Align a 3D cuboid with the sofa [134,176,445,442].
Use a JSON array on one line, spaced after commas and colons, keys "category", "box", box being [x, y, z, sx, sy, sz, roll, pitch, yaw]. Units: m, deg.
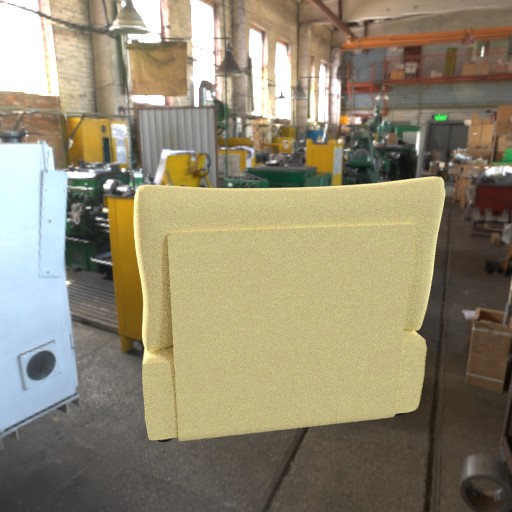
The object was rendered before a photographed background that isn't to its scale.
[{"category": "sofa", "box": [0.000, 0.000, 2.011, 0.930, 0.820, 1.450, -3, 16, -10]}]
